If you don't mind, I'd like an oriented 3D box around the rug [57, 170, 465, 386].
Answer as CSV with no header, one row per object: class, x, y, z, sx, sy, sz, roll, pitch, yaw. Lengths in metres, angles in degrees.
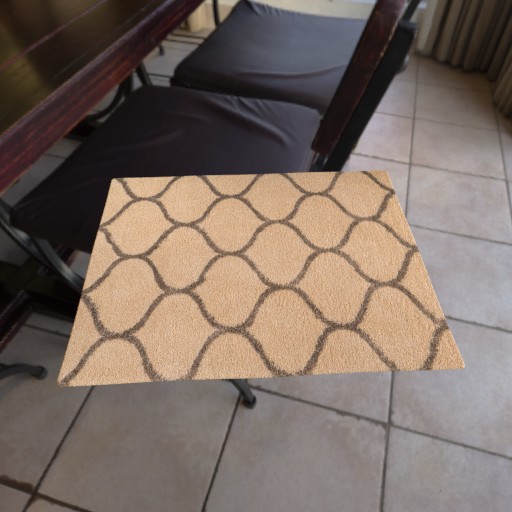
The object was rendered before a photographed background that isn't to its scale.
rug,0.000,0.000,4.039,3.000,0.026,2.399,-2,48,-2
